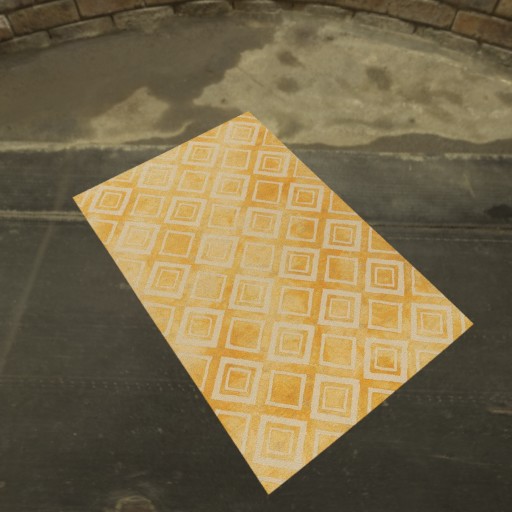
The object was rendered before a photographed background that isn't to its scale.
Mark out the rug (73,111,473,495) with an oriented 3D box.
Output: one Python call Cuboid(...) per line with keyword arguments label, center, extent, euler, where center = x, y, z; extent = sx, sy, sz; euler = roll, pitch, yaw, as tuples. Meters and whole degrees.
Cuboid(label="rug", center=(0.000, 0.000, 2.288), extent=(1.213, 0.010, 1.829), euler=(-32, 64, -18))
